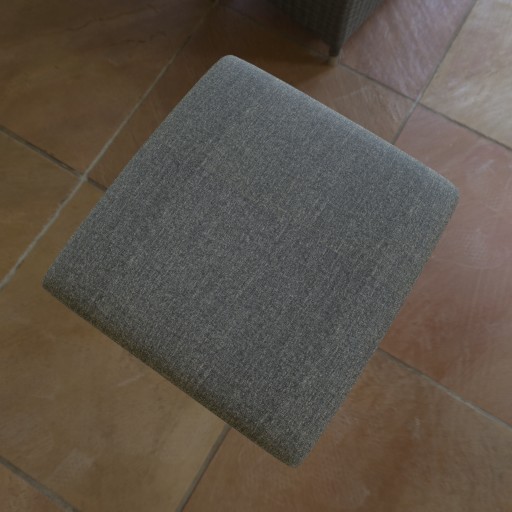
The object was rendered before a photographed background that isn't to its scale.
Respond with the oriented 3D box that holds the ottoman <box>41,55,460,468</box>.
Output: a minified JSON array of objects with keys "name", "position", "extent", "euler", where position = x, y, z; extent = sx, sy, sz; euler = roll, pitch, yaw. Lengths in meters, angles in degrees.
[{"name":"ottoman","position":[0.000,0.000,1.053],"extent":[0.648,0.399,0.655],"euler":[33,78,8]}]
